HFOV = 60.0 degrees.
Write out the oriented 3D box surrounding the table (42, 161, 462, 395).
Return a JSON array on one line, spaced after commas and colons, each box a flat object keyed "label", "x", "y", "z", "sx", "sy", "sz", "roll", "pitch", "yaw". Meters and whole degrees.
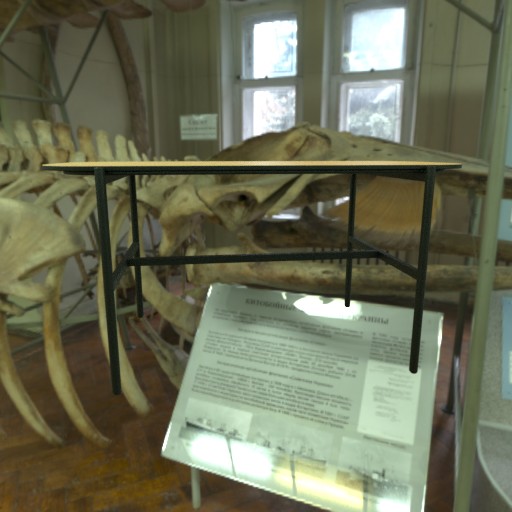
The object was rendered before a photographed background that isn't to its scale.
[{"label": "table", "x": 0.000, "y": 0.000, "z": 0.973, "sx": 0.800, "sy": 0.400, "sz": 0.400, "roll": -2, "pitch": 13, "yaw": -8}]
